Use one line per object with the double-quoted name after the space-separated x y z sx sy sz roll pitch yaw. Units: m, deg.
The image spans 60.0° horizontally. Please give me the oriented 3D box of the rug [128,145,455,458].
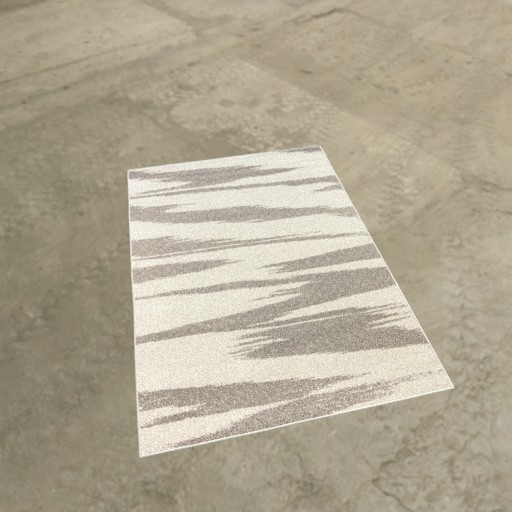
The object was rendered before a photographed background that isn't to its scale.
0.000 0.000 2.765 1.533 0.010 2.142 -9 48 -8 "rug"
